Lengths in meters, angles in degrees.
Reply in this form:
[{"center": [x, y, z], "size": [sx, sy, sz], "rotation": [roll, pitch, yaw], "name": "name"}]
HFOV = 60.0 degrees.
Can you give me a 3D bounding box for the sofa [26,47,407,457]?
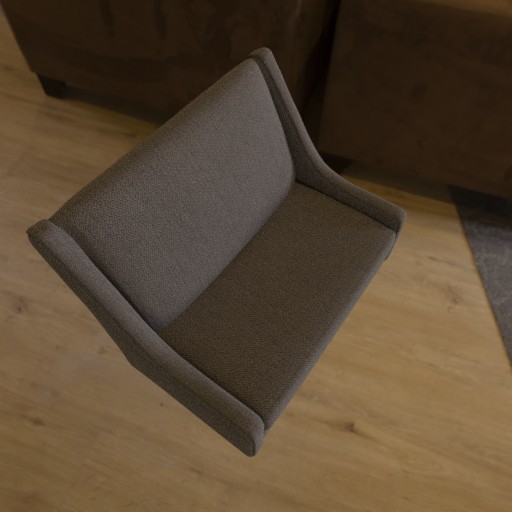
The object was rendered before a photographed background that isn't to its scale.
[{"center": [0.000, 0.000, 1.874], "size": [0.873, 1.022, 1.242], "rotation": [31, 62, 19], "name": "sofa"}]
